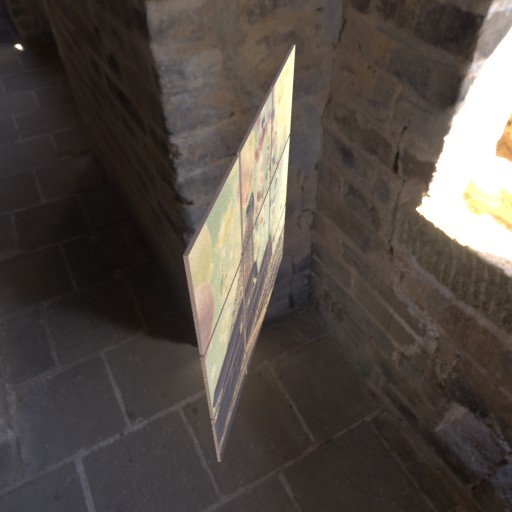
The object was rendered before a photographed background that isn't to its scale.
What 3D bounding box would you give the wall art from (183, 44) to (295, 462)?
[{"bbox_3d":[0.000,0.000,1.800,0.013,1.218,1.219,10,47,10],"label":"wall art"}]
